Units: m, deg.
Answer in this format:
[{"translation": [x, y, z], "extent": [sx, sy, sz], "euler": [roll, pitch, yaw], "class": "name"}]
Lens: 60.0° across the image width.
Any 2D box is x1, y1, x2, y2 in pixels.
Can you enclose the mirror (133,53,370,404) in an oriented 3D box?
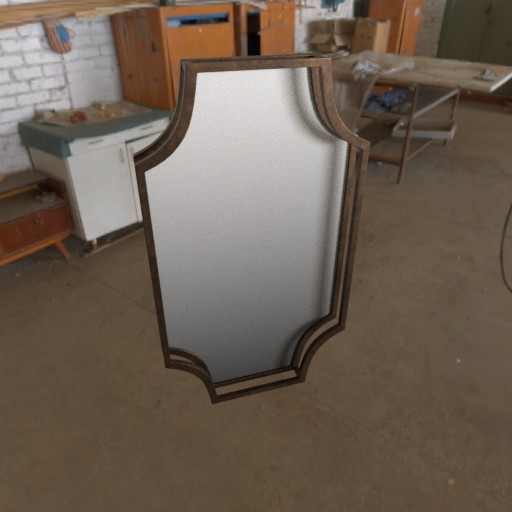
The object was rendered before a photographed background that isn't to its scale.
[{"translation": [0.000, 0.000, 0.987], "extent": [0.462, 0.811, 0.066], "euler": [-9, 33, -15], "class": "mirror"}]
